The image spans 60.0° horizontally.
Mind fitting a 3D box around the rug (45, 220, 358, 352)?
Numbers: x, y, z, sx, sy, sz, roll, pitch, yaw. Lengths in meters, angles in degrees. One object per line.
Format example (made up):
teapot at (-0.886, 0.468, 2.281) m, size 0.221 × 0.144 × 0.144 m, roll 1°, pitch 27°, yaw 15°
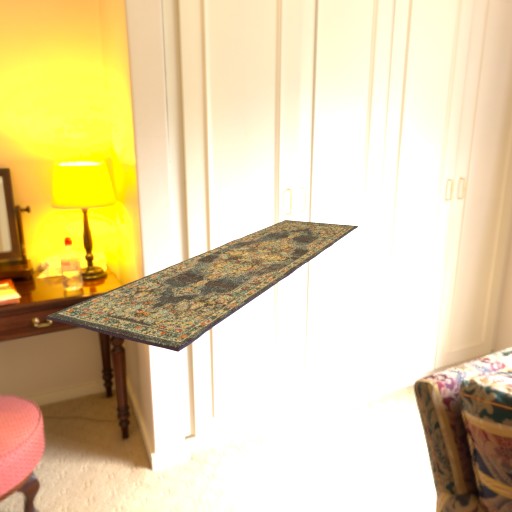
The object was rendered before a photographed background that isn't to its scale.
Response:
rug at (0.000, 0.000, 2.484) m, size 0.602 × 0.016 × 2.283 m, roll 7°, pitch 16°, yaw 25°
